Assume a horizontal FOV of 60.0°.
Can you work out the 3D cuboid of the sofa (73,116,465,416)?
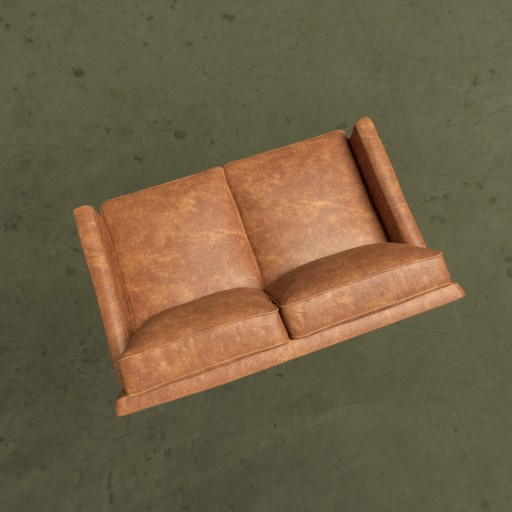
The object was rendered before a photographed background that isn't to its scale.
[{"bbox_3d":[0.000,0.000,2.252,1.597,1.003,1.084,-18,76,-5],"label":"sofa"}]
